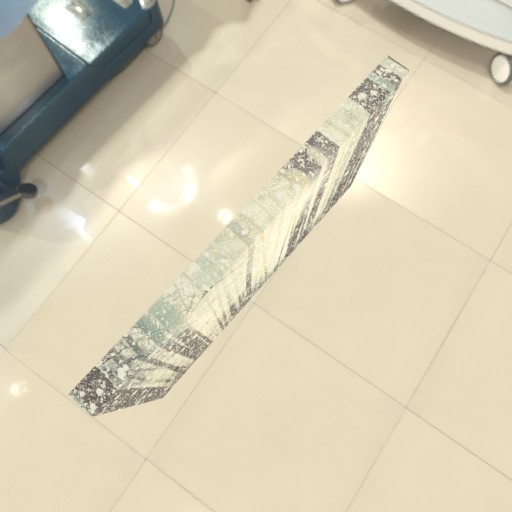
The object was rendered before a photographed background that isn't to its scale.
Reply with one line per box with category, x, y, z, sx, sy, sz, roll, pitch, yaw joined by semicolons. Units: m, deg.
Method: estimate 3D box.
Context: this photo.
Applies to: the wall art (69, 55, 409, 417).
wall art;0.000;0.000;0.763;0.042;0.398;0.618;41;79;10
